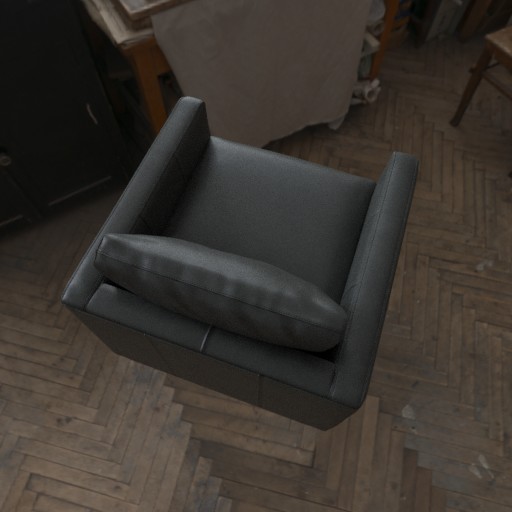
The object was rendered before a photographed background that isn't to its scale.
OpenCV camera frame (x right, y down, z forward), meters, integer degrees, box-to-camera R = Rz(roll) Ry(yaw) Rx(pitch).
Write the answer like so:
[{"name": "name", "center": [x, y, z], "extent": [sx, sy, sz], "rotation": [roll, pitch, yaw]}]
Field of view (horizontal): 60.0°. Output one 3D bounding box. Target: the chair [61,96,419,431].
[{"name": "chair", "center": [0.000, 0.000, 1.498], "extent": [0.967, 0.824, 0.861], "rotation": [18, 64, 9]}]
